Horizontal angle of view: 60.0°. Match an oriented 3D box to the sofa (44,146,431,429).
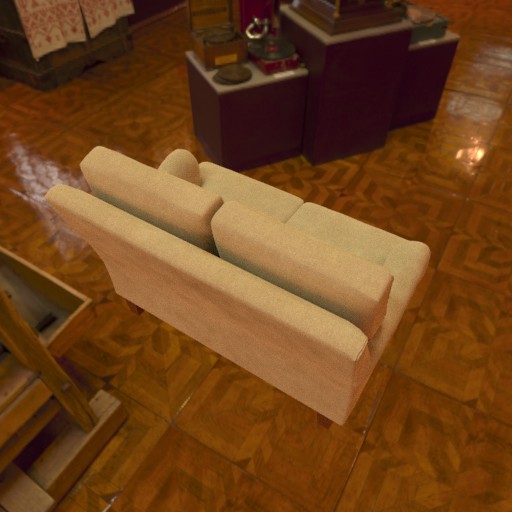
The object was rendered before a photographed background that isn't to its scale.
[{"bbox_3d":[0.000,0.000,2.219,1.498,1.087,1.086,25,52,22],"label":"sofa"}]
